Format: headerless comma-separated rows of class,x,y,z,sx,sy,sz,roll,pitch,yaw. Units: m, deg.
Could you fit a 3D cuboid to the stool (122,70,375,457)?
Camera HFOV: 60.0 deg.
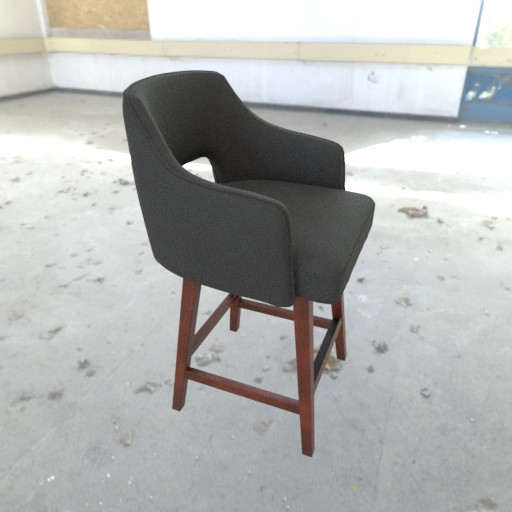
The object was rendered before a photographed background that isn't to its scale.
stool,0.000,0.000,1.225,0.558,0.912,0.548,11,31,19
